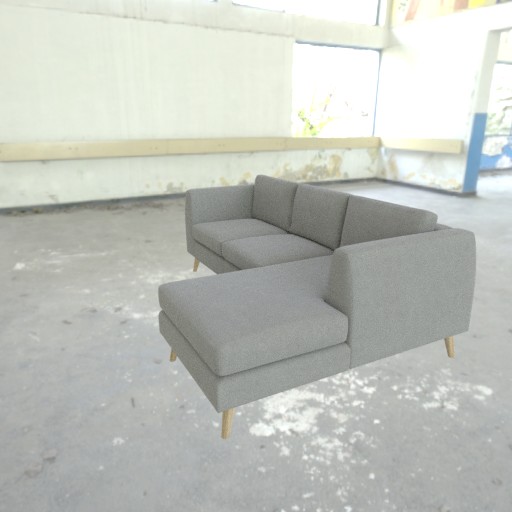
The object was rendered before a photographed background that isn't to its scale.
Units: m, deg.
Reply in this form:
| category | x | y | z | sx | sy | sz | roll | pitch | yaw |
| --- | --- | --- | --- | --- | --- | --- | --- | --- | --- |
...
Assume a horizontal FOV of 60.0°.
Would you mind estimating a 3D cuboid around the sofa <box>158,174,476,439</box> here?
| category | x | y | z | sx | sy | sz | roll | pitch | yaw |
| --- | --- | --- | --- | --- | --- | --- | --- | --- | --- |
| sofa | 0.000 | 0.000 | 3.067 | 1.580 | 0.860 | 2.300 | -9 | 19 | -27 |
